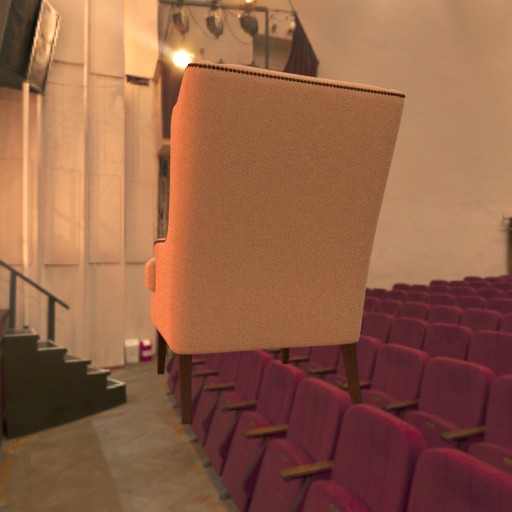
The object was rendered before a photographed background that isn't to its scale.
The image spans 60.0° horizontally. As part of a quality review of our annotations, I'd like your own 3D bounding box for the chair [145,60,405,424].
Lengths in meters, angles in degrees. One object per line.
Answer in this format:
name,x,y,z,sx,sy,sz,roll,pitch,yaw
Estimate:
chair,0.000,0.000,1.664,0.737,1.029,0.940,0,-1,-19
